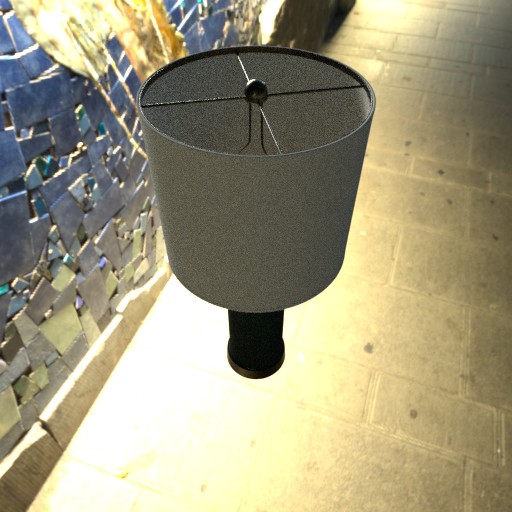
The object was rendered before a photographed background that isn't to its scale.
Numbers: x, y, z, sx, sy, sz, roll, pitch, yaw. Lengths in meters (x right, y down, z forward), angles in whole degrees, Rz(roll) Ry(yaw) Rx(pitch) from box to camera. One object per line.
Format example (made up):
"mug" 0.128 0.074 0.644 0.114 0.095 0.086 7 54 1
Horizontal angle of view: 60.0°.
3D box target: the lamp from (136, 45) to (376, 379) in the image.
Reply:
"lamp" 0.000 0.000 0.780 0.301 0.630 0.301 25 51 23
